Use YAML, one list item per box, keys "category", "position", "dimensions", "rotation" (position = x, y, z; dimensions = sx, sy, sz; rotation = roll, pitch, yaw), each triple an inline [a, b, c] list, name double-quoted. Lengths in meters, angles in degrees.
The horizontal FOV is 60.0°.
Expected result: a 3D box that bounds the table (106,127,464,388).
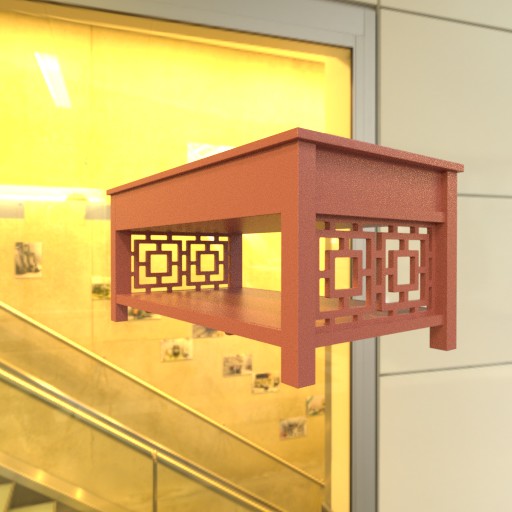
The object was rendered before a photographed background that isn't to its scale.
- category: "table"
  position: [0.000, 0.000, 1.435]
  dimensions: [0.612, 0.493, 1.068]
  rotation: [0, 1, -37]
